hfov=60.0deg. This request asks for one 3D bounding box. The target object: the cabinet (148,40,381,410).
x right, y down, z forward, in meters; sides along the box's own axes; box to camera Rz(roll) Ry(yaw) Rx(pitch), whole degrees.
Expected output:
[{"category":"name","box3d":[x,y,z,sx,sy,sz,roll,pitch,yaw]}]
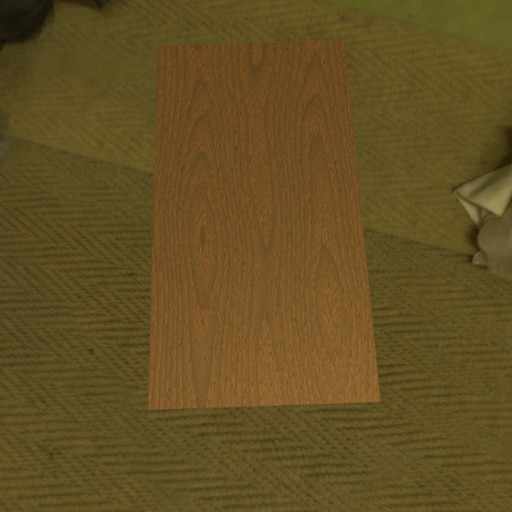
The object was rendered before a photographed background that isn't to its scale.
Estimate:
[{"category":"cabinet","box3d":[0.000,0.000,1.180,0.388,0.748,0.712,-2,75,0]}]
